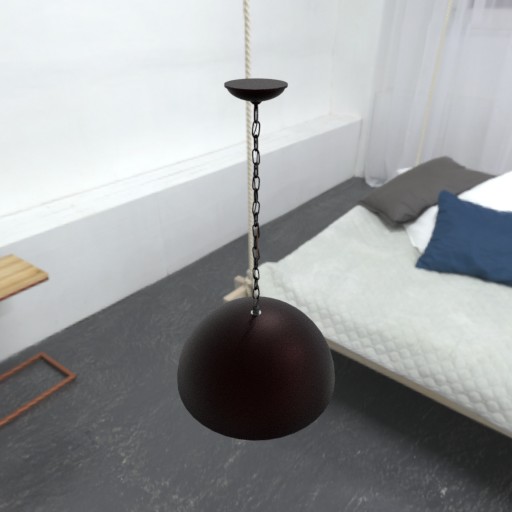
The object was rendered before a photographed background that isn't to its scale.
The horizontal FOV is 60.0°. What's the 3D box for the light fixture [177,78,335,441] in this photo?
[{"bbox_3d":[0.000,0.000,1.183,0.492,0.869,0.492,10,32,17],"label":"light fixture"}]
